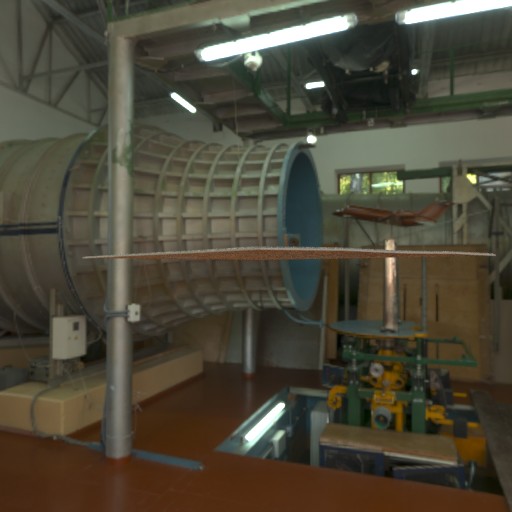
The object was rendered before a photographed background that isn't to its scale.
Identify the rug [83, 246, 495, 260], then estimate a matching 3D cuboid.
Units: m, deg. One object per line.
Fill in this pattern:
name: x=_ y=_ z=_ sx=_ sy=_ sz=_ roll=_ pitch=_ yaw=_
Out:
rug: x=0.000 y=0.000 z=3.882 sx=2.158 sy=0.024 sz=3.063 roll=1 pitch=-2 yaw=-36
